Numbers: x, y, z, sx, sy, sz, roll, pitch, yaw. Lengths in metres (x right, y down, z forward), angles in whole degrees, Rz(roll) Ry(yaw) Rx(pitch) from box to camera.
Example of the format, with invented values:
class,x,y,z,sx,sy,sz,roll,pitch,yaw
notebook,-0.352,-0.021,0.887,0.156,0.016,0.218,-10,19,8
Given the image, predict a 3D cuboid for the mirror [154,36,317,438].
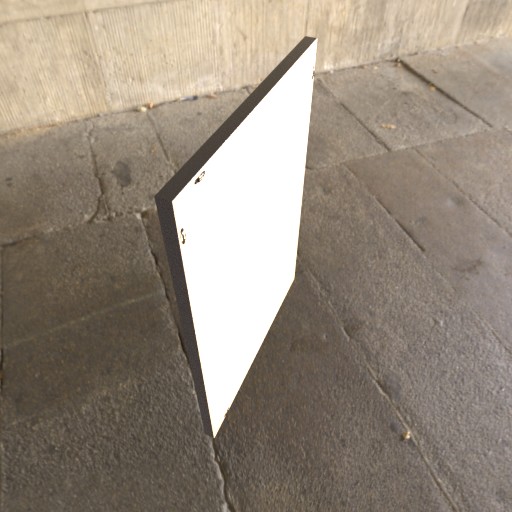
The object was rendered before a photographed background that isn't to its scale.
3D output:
class,x,y,z,sx,sy,sz,roll,pitch,yaw
mirror,0.000,0.000,1.350,0.040,1.016,0.762,18,49,16
